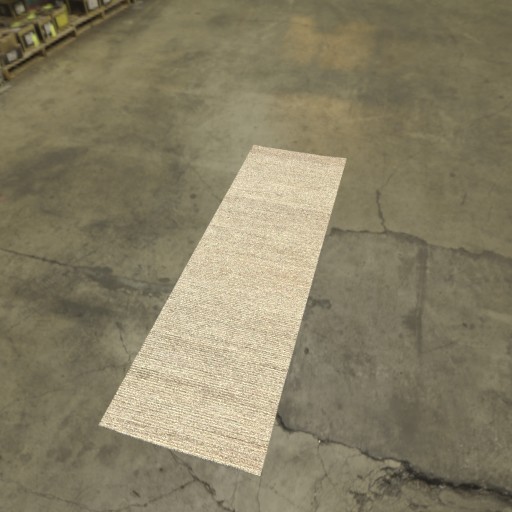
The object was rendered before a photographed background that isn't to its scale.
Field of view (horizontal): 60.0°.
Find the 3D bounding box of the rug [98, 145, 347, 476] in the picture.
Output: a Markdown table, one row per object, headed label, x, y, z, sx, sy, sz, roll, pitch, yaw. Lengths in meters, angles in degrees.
| label | x | y | z | sx | sy | sz | roll | pitch | yaw |
| --- | --- | --- | --- | --- | --- | --- | --- | --- | --- |
| rug | 0.000 | 0.000 | 2.662 | 0.741 | 0.014 | 2.390 | 12 | 47 | 11 |
